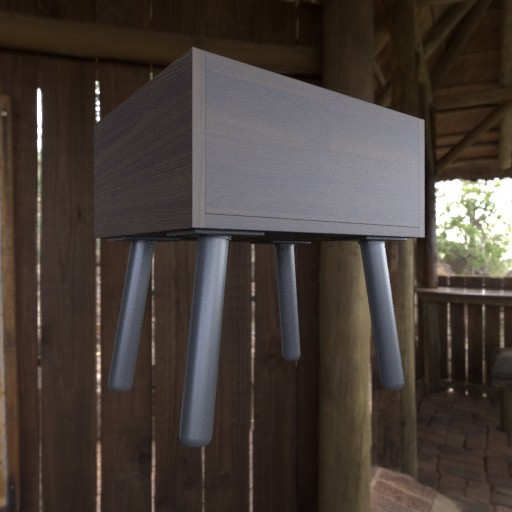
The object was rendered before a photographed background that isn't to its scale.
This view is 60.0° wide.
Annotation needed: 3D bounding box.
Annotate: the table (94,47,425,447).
[{"bbox_3d":[0.000,0.000,0.780,0.450,0.470,0.370,0,0,-36],"label":"table"}]
